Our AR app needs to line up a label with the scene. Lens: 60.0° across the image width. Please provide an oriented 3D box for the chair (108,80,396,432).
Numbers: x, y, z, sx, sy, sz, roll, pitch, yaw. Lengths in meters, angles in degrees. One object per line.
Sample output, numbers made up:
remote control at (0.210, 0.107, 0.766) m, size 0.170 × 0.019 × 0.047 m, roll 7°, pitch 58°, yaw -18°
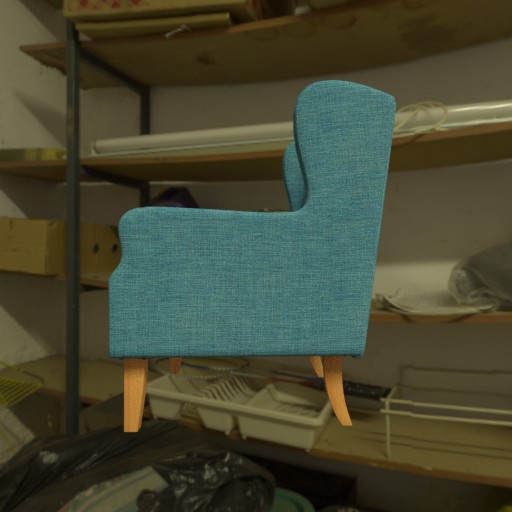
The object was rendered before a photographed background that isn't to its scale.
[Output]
chair at (0.000, 0.000, 1.513) m, size 0.775 × 0.952 × 0.711 m, roll 0°, pitch 0°, yaw 1°
